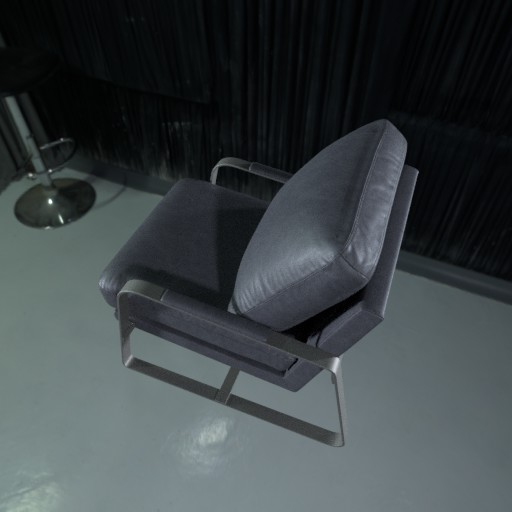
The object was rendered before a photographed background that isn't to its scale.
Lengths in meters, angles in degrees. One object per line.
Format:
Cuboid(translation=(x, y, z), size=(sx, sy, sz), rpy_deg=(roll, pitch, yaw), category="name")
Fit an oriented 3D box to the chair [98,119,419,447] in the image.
Cuboid(translation=(0.000, 0.000, 1.472), size=(0.878, 0.839, 0.692), rpy_deg=(16, 49, 14), category="chair")
